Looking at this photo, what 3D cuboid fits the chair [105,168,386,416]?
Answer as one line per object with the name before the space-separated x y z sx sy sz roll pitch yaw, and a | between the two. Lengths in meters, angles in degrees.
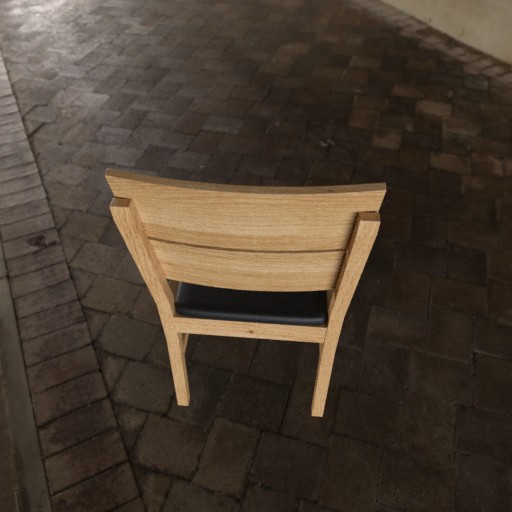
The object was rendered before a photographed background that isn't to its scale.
chair | 0.000 0.000 1.268 0.475 0.950 0.569 4 48 3
